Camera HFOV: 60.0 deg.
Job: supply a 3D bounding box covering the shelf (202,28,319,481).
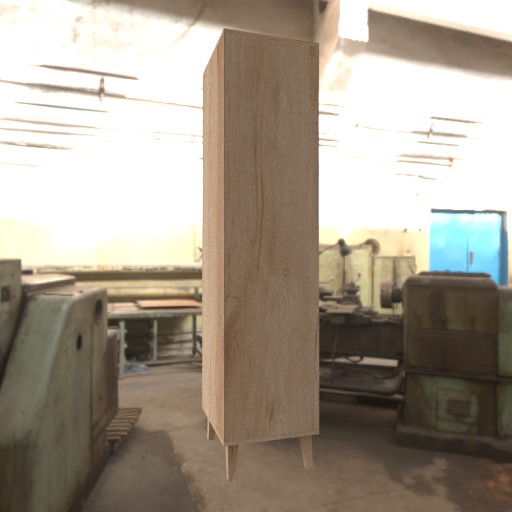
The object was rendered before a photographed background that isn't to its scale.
[{"bbox_3d":[0.000,0.000,2.215,0.450,1.960,0.510,0,0,-17],"label":"shelf"}]
